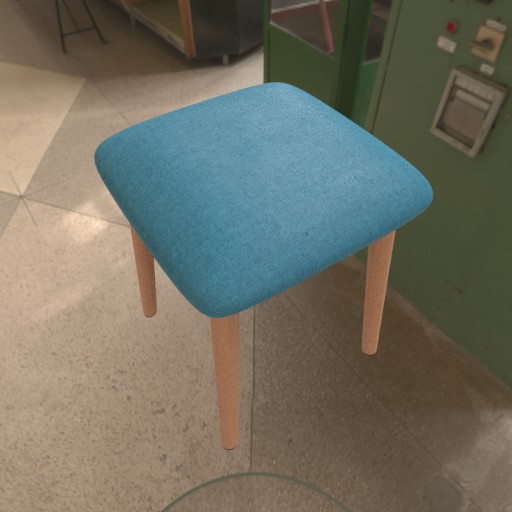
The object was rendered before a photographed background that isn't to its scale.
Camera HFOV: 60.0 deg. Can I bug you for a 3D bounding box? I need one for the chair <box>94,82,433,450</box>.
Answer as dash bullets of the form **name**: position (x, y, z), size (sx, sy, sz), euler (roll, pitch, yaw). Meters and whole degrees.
- **chair**: position (0.000, 0.000, 0.725), size (0.360, 0.450, 0.360), euler (-26, 53, -22)
